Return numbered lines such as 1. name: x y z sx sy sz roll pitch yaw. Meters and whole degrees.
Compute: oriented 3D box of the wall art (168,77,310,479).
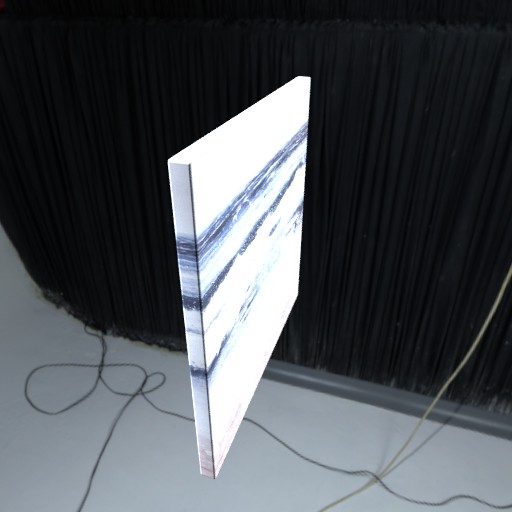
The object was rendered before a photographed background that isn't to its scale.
1. wall art: 0.000 0.000 1.130 0.065 0.747 0.755 10 32 16
